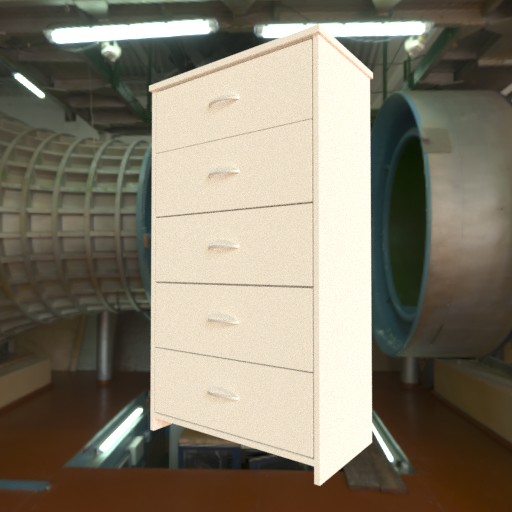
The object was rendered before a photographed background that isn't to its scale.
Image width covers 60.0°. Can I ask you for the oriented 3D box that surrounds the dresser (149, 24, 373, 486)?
[{"bbox_3d":[0.000,0.000,1.555,0.704,1.255,0.399,-1,-2,36],"label":"dresser"}]
